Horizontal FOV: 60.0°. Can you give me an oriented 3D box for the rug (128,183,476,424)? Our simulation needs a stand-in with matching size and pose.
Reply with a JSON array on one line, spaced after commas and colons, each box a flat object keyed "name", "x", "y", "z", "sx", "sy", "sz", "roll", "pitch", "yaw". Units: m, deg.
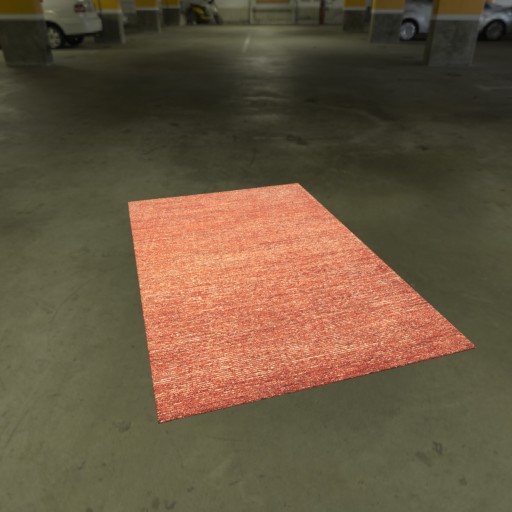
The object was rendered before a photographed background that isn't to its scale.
[{"name": "rug", "x": 0.000, "y": 0.000, "z": 2.183, "sx": 1.139, "sy": 0.011, "sz": 1.747, "roll": -9, "pitch": 31, "yaw": -15}]
